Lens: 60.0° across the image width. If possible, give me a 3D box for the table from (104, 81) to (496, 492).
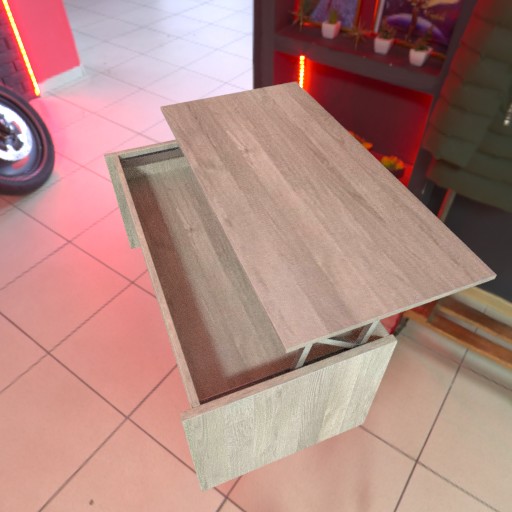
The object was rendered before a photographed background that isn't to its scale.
[{"bbox_3d":[0.000,0.000,1.384,0.712,0.570,1.000,-16,48,-15],"label":"table"}]
